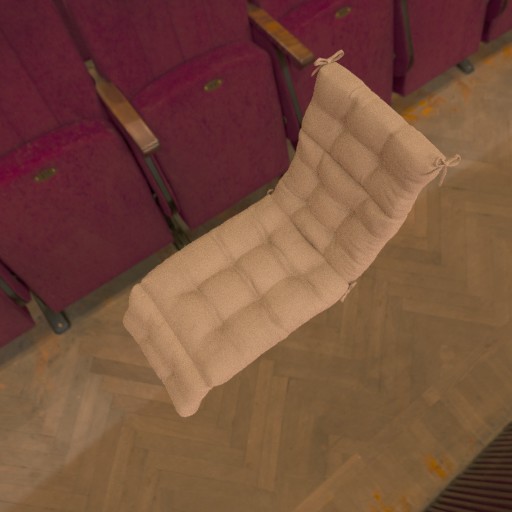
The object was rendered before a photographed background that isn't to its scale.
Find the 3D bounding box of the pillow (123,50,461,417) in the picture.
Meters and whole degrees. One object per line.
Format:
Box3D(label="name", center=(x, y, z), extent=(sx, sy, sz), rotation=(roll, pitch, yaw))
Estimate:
Box3D(label="pillow", center=(0.000, 0.000, 1.501), extent=(1.016, 0.863, 0.526), rotation=(-33, 69, -15))
